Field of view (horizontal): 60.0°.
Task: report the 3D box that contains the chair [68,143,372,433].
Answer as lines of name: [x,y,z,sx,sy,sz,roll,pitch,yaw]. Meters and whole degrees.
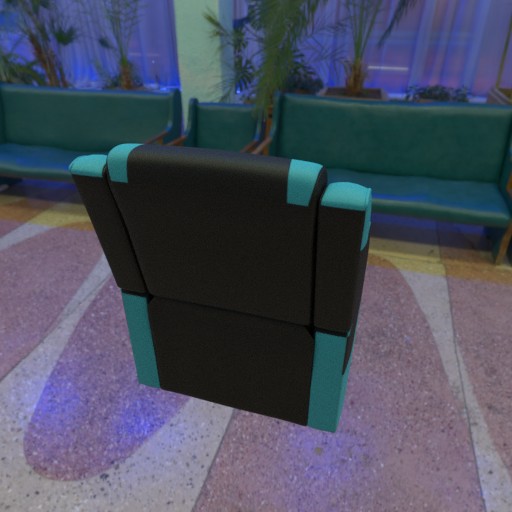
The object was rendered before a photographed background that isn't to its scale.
chair: [0.000,0.000,1.289,0.620,0.805,0.672,9,33,15]
